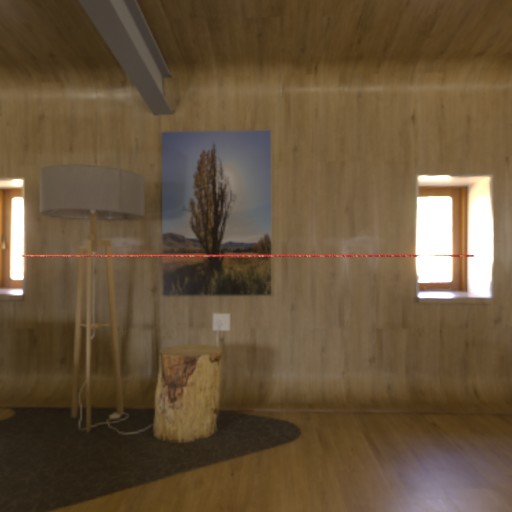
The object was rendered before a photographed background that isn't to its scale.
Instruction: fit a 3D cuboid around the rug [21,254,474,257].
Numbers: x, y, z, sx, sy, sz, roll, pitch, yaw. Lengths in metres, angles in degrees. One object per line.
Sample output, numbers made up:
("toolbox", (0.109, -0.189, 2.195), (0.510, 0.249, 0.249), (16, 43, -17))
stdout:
("rug", (0.000, 0.000, 2.976), (2.442, 0.010, 1.531), (0, 0, 18))
